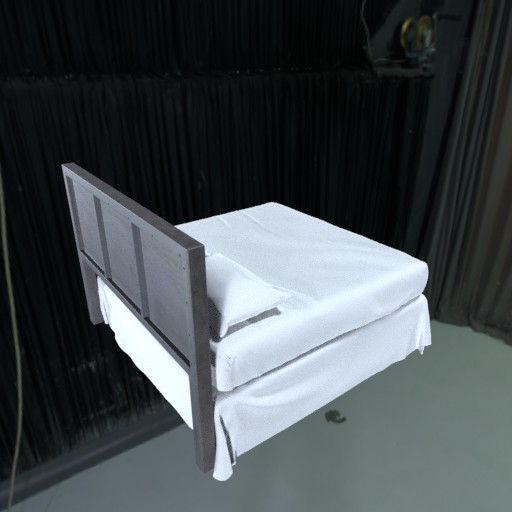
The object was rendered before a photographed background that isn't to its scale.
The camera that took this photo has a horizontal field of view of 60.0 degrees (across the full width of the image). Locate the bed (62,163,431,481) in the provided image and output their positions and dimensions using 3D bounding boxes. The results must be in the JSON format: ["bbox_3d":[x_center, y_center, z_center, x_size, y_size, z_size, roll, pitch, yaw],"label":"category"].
[{"bbox_3d":[0.000,0.000,2.870,1.785,1.142,1.772,-18,30,-33],"label":"bed"}]
